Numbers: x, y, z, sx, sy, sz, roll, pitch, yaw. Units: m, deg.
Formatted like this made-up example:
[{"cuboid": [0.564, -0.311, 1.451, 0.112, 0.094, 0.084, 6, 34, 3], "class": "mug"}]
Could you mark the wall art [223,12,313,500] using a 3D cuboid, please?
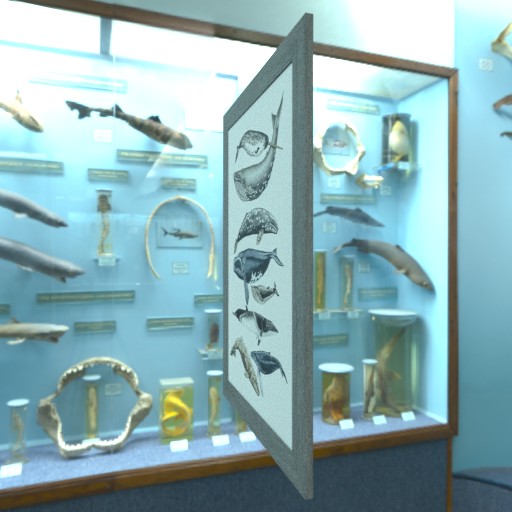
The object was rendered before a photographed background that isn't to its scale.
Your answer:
[{"cuboid": [0.000, 0.000, 1.342, 0.020, 1.070, 0.768, 0, 0, -18], "class": "wall art"}]
